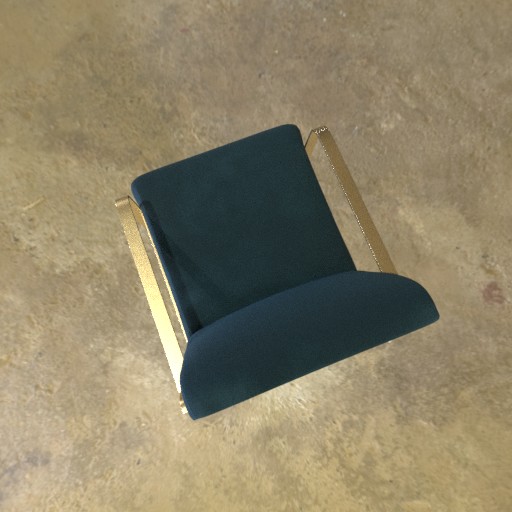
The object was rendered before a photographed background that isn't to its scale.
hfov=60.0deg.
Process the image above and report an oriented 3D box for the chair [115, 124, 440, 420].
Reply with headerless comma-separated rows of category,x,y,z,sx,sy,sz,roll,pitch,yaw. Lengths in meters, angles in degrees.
chair,0.000,0.000,1.446,0.692,0.831,0.859,-21,77,-5
